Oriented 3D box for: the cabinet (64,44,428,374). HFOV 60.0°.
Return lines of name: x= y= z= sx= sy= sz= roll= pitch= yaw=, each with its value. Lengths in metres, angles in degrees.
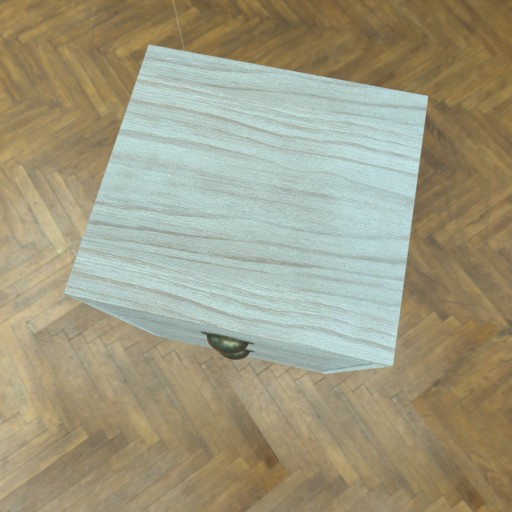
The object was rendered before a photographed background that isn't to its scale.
cabinet: x=0.000 y=0.000 z=0.861 sx=0.409 sy=0.579 sz=0.401 roll=12 pitch=75 yaw=3
